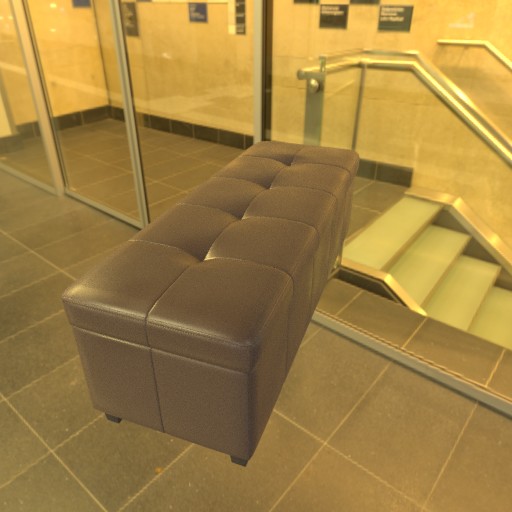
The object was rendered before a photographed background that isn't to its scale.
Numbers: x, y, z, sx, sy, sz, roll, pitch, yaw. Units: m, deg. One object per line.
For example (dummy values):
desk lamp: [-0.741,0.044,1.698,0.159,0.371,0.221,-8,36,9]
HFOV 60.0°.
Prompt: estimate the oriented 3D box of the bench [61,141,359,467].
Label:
bench: [0.000,0.000,1.431,0.450,0.417,1.219,11,32,18]
